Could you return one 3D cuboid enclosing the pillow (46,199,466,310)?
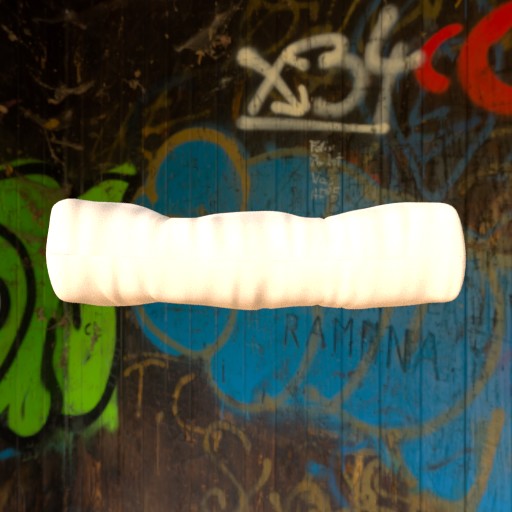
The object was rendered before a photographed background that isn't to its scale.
[{"bbox_3d":[0.000,0.000,0.706,0.468,0.128,0.490,0,0,0],"label":"pillow"}]
